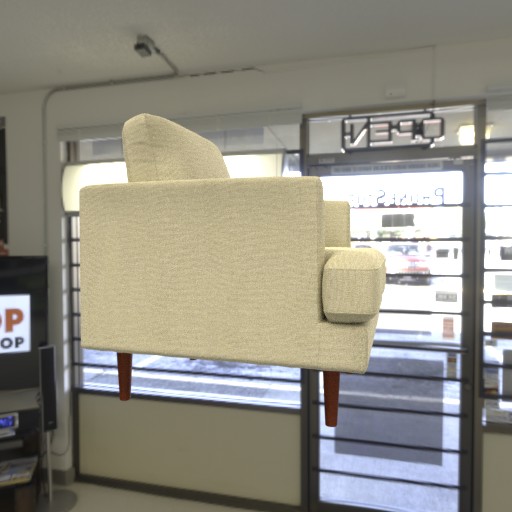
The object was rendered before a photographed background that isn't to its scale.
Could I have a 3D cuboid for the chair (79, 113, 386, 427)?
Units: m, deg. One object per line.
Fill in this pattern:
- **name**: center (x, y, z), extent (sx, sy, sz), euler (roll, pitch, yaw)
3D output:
- **chair**: center (0.000, 0.000, 1.621), extent (0.899, 0.957, 0.858), euler (1, 2, 18)
